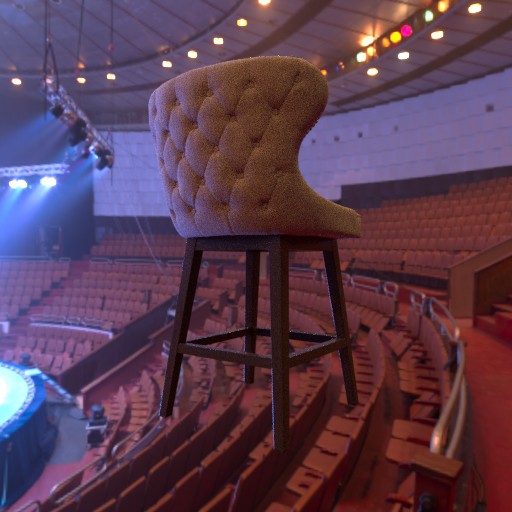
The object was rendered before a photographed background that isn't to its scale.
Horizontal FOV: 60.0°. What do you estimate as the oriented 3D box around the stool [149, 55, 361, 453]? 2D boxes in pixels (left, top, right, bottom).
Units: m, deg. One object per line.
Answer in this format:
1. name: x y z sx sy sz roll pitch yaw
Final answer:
1. stool: 0.000 0.000 1.376 0.615 0.972 0.597 0 0 36
